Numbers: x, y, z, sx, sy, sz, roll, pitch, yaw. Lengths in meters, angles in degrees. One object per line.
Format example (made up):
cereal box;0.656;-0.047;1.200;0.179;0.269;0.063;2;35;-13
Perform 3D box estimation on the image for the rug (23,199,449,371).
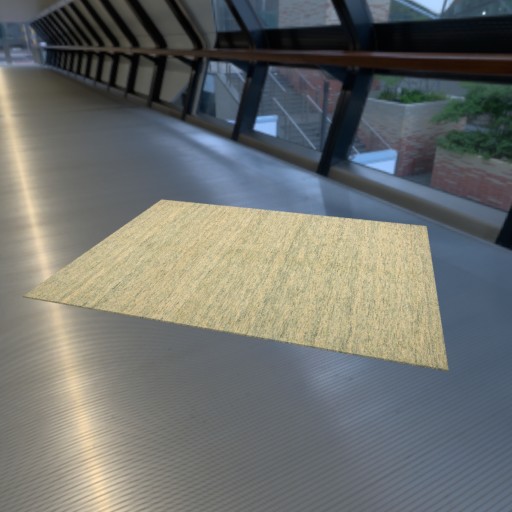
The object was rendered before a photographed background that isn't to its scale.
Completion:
rug;0.000;0.000;4.210;3.201;0.014;2.437;7;27;14
